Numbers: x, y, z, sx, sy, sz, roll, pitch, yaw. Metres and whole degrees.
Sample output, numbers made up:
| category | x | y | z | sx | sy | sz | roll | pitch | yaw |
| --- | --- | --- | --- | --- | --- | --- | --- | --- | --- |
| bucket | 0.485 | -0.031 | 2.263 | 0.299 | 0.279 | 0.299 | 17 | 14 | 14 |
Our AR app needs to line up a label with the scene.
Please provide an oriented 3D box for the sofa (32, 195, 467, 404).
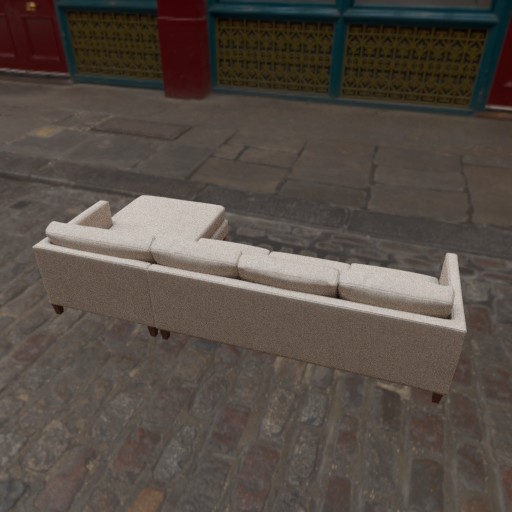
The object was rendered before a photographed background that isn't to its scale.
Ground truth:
| category | x | y | z | sx | sy | sz | roll | pitch | yaw |
| --- | --- | --- | --- | --- | --- | --- | --- | --- | --- |
| sofa | 0.000 | 0.000 | 3.831 | 3.186 | 0.846 | 1.625 | 10 | 34 | 15 |
